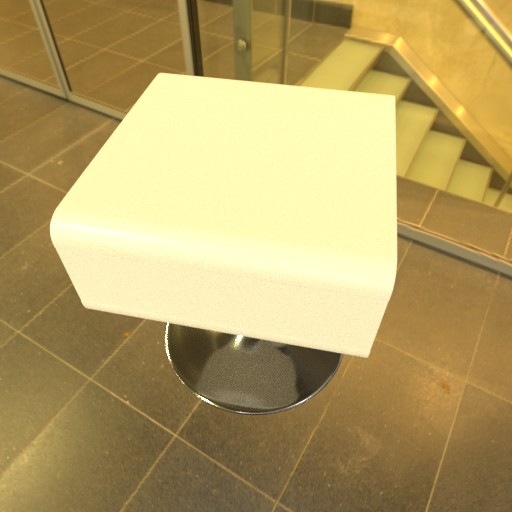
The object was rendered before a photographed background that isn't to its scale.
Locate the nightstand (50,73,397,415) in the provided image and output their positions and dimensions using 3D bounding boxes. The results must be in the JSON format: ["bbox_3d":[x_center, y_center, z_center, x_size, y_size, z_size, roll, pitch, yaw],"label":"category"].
[{"bbox_3d":[0.000,0.000,0.765,0.404,0.447,0.399,9,48,8],"label":"nightstand"}]
